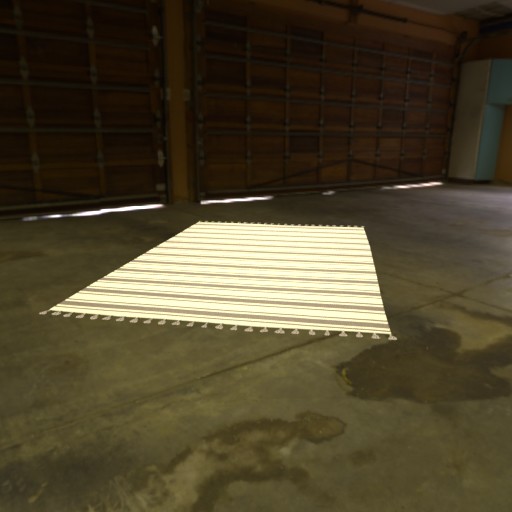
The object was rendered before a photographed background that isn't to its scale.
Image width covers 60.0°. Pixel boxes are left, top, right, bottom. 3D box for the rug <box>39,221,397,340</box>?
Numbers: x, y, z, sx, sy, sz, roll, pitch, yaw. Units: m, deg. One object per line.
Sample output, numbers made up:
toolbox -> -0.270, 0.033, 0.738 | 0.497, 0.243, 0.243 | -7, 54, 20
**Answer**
rug -> 0.000, 0.000, 3.007 | 1.563, 0.014, 2.425 | 3, 15, 10
